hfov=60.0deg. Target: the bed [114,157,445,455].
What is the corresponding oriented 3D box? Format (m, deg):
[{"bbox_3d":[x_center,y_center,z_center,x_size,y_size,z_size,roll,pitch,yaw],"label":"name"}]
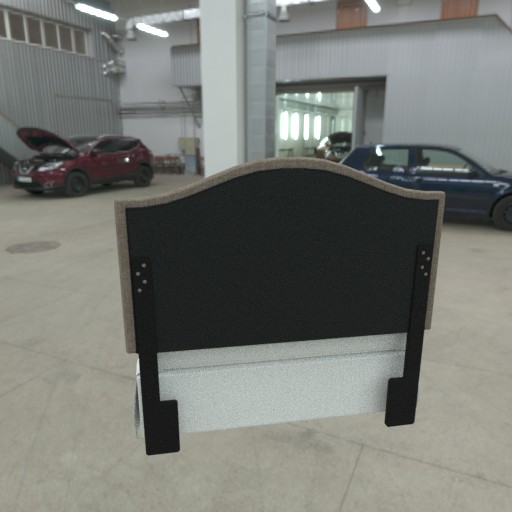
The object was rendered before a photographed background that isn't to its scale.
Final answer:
[{"bbox_3d":[0.000,0.000,3.270,1.713,1.518,2.153,-3,15,-10],"label":"bed"}]
